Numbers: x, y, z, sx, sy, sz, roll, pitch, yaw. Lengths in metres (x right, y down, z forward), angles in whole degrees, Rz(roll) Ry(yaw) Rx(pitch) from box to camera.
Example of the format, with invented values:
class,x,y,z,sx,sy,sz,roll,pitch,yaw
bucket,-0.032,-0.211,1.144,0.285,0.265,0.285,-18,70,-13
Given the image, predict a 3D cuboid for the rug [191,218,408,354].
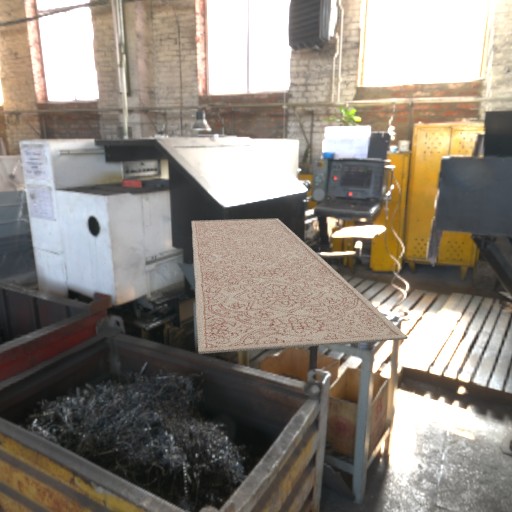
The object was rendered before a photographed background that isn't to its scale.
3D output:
class,x,y,z,sx,sy,sz,roll,pitch,yaw
rug,0.000,0.000,2.733,0.769,0.012,2.448,-2,15,-8
